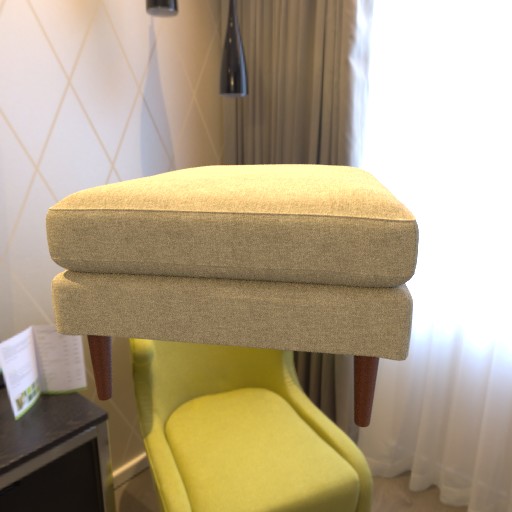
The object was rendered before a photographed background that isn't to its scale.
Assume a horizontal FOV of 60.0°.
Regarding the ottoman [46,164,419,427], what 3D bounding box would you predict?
[{"bbox_3d":[0.000,0.000,1.202,0.693,0.474,0.821,2,15,9],"label":"ottoman"}]
